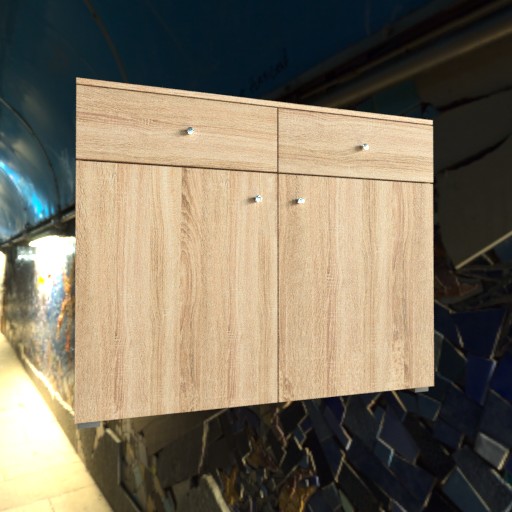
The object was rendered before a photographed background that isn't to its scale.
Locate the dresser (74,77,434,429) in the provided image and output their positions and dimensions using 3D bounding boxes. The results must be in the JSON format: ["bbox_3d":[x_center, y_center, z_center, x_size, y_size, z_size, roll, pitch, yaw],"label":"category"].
[{"bbox_3d":[0.000,0.000,1.492,1.100,0.900,0.450,0,-1,-18],"label":"dresser"}]
